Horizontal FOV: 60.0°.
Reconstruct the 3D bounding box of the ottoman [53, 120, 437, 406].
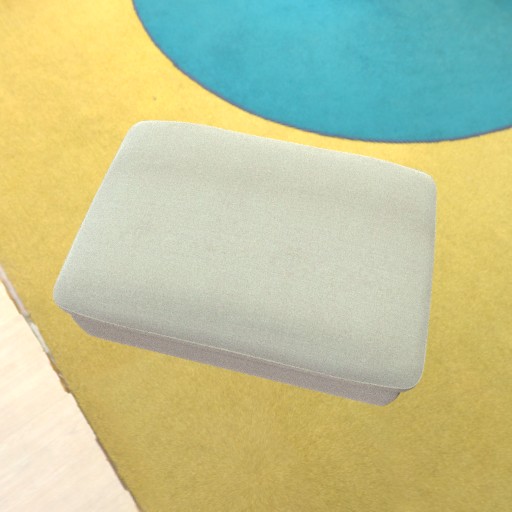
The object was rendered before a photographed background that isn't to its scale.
[{"bbox_3d":[0.000,0.000,1.377,0.984,0.453,0.686,12,64,6],"label":"ottoman"}]
